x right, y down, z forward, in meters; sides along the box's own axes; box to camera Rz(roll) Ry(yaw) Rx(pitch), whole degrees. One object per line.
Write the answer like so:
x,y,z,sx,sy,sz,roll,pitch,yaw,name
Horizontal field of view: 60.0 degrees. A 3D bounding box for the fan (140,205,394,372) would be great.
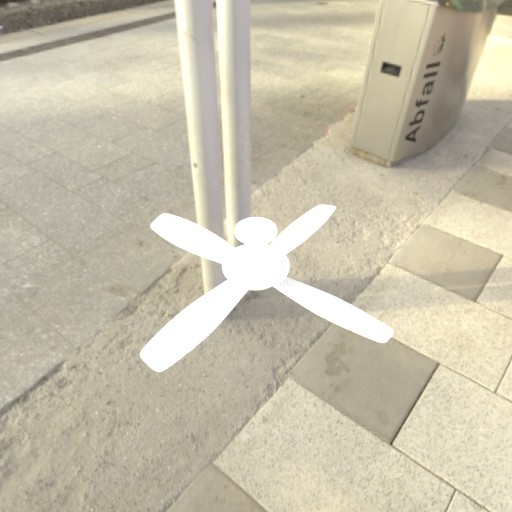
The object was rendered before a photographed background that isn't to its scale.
0.000,0.000,2.546,1.693,0.382,1.694,26,47,28,fan
